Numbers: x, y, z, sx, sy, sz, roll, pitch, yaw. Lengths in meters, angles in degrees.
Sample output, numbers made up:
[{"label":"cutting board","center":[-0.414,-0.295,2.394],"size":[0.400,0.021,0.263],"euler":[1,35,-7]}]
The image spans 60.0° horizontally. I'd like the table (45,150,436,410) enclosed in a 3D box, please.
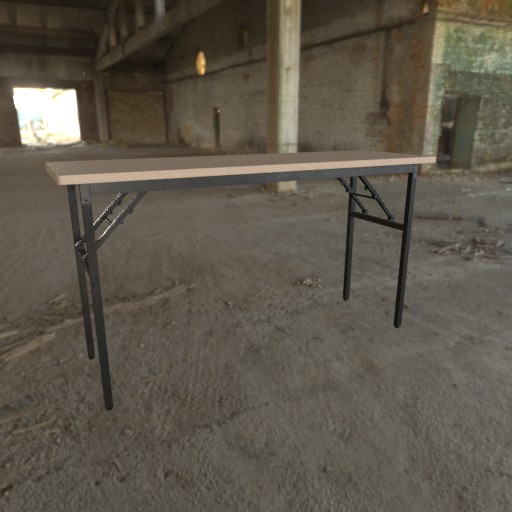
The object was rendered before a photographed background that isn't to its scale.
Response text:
[{"label":"table","center":[0.000,0.000,1.749],"size":[1.397,0.750,0.447],"euler":[-9,19,-27]}]
